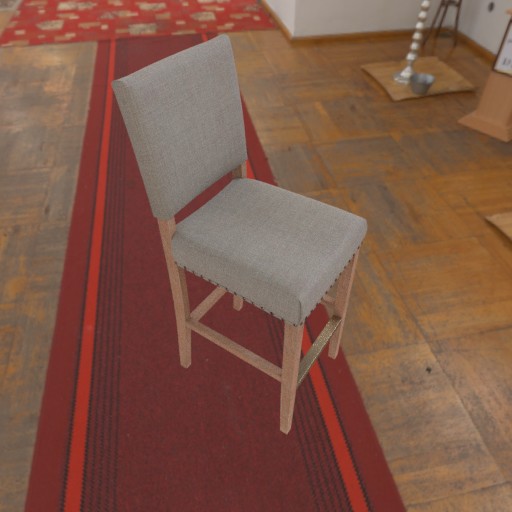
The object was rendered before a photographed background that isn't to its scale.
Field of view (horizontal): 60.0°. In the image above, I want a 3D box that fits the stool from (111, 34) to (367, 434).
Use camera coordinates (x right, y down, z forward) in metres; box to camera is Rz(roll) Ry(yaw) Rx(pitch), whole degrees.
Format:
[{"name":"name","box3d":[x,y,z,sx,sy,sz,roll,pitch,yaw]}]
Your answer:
[{"name":"stool","box3d":[0.000,0.000,1.489,0.585,1.203,0.445,24,48,24]}]
